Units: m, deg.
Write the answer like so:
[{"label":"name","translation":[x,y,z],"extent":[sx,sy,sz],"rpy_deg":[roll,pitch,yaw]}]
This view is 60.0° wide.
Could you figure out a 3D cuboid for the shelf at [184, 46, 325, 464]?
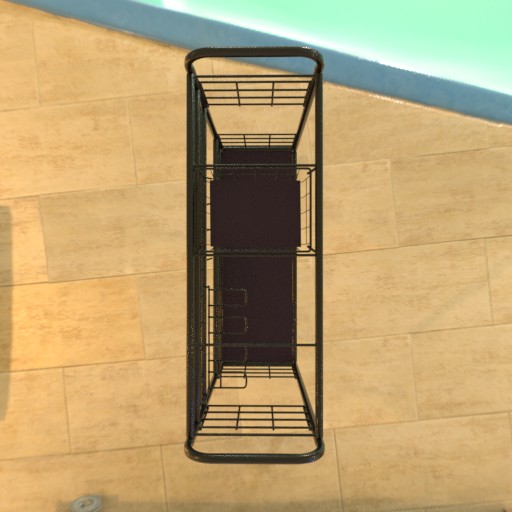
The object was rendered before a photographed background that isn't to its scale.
[{"label":"shelf","translation":[0.000,0.000,1.522],"extent":[0.350,1.026,0.961],"rpy_deg":[0,90,1]}]
